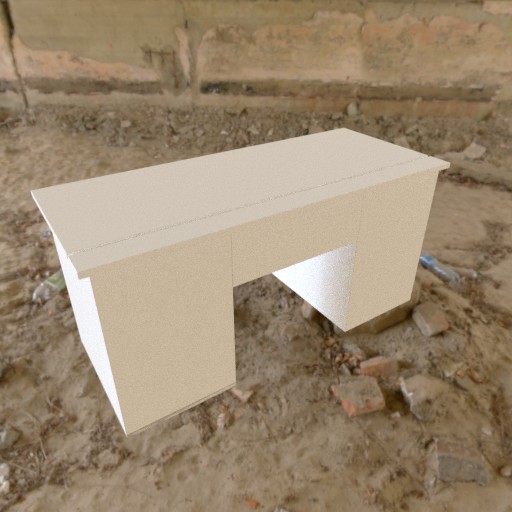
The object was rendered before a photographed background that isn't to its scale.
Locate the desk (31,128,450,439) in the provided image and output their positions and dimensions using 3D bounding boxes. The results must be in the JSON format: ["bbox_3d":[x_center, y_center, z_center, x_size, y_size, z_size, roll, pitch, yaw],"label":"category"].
[{"bbox_3d":[0.000,0.000,1.988,1.580,0.760,0.670,-19,36,-28],"label":"desk"}]
